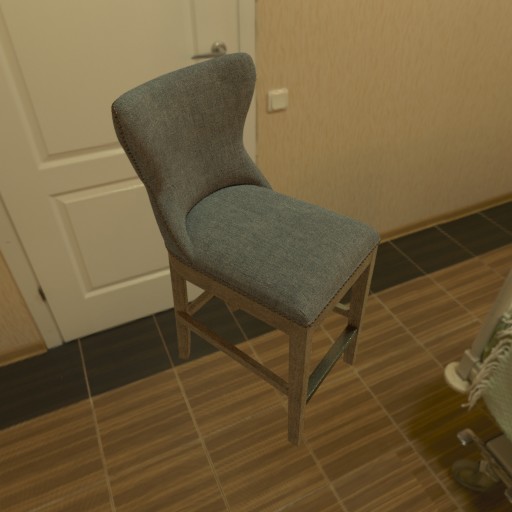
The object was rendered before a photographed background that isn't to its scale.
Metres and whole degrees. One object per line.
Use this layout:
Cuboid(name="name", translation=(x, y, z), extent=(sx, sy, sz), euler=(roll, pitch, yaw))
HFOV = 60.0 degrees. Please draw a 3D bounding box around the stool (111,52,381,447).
Cuboid(name="stool", translation=(0.000, 0.000, 1.319), extent=(0.608, 0.981, 0.498), euler=(25, 46, 27))
